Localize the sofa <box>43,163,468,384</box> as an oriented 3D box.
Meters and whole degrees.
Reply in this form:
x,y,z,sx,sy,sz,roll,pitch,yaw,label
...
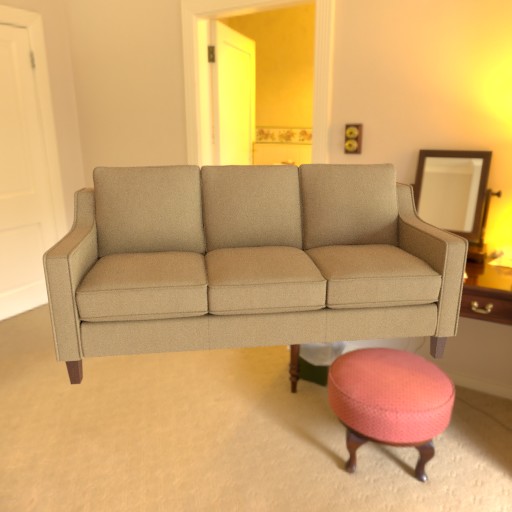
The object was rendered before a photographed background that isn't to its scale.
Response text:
x,y,z,sx,sy,sz,roll,pitch,yaw,label
0.000,0.000,2.494,1.986,0.974,0.911,-2,17,-7,sofa
